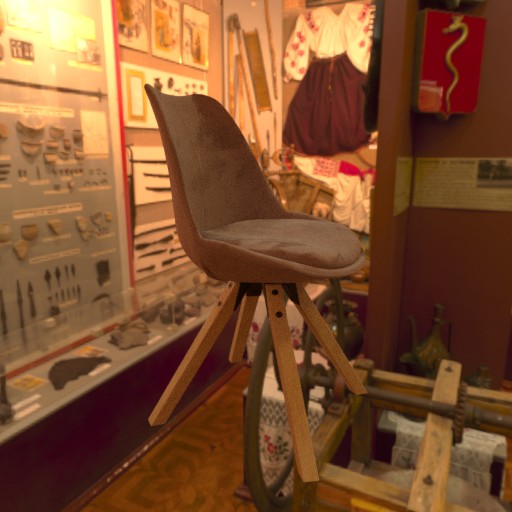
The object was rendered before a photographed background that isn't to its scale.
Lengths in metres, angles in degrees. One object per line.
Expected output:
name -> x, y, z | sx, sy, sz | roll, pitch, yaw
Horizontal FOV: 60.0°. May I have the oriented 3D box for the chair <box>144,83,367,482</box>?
chair -> 0.000, 0.000, 1.149 | 0.550, 0.850, 0.485 | 7, 15, 27
